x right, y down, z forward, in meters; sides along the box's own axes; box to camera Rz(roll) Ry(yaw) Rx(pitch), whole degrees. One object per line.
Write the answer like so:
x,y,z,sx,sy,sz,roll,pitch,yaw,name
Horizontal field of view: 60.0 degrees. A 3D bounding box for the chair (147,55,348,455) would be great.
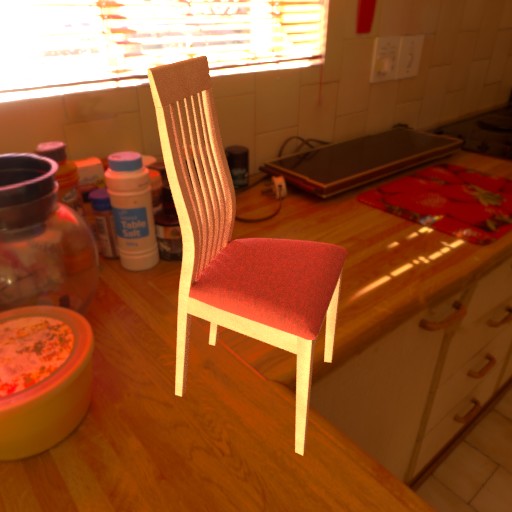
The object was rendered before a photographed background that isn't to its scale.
0.000,0.000,1.288,0.474,1.027,0.460,10,32,17,chair
